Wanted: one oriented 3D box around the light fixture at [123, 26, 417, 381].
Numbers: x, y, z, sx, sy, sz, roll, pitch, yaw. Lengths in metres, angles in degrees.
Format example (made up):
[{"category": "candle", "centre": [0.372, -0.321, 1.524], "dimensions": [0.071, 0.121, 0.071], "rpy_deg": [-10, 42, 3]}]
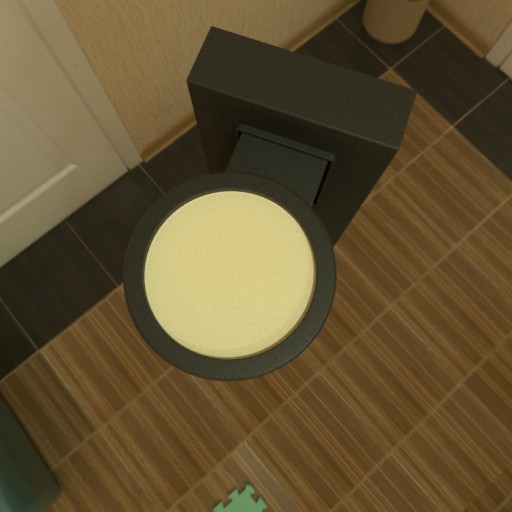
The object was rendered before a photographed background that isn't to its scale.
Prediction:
[{"category": "light fixture", "centre": [0.000, 0.000, 0.259], "dimensions": [0.098, 0.179, 0.138], "rpy_deg": [20, 77, 5]}]
